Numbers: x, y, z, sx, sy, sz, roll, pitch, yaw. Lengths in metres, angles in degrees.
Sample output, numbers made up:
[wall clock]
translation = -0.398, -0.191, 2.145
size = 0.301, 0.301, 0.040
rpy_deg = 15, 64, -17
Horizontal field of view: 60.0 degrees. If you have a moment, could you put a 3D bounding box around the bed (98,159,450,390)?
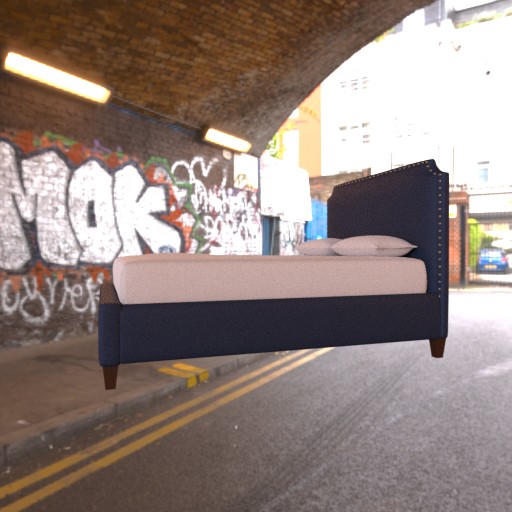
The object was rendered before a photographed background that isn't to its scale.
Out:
[bed]
translation = 0.000, 0.000, 3.551
size = 2.372, 1.443, 1.712
rpy_deg = 0, 1, -19
